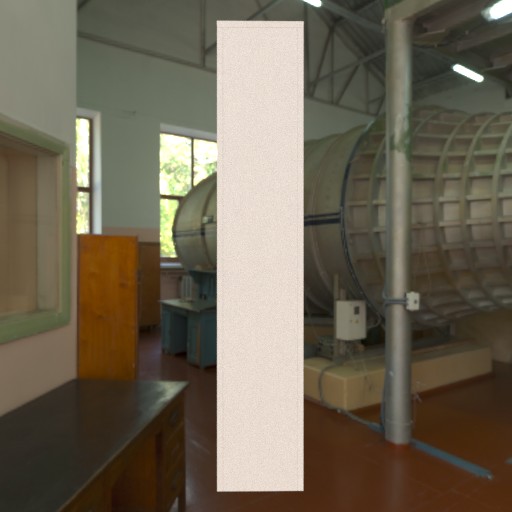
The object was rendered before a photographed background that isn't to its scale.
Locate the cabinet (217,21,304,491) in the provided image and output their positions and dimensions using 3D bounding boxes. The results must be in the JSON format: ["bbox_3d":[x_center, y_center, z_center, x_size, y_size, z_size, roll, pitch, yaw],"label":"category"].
[{"bbox_3d":[0.000,0.000,1.581,0.250,1.280,0.750,0,0,-1],"label":"cabinet"}]
